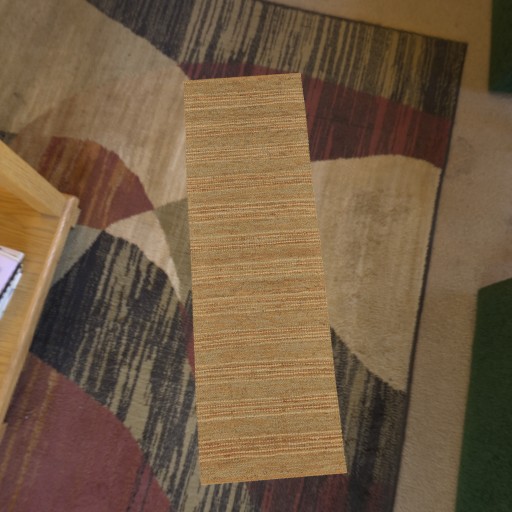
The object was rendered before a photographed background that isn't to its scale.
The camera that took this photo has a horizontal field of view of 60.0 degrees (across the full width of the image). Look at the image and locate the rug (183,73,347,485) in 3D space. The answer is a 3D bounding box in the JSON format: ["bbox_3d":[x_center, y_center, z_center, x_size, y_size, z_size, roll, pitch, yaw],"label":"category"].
[{"bbox_3d":[0.000,0.000,2.636,0.783,0.006,2.438,-4,76,-1],"label":"rug"}]
